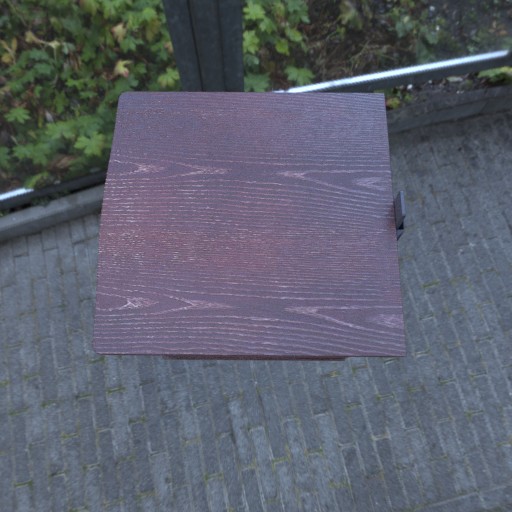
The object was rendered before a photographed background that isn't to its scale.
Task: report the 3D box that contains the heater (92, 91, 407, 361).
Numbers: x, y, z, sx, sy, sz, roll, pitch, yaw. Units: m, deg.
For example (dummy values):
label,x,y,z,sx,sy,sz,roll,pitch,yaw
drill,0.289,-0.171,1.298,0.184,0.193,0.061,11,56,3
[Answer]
label,x,y,z,sx,sy,sz,roll,pitch,yaw
heater,0.000,0.000,0.770,0.400,0.481,0.362,0,74,0
